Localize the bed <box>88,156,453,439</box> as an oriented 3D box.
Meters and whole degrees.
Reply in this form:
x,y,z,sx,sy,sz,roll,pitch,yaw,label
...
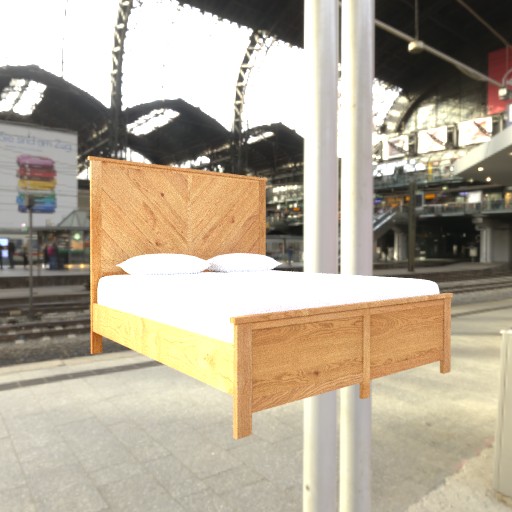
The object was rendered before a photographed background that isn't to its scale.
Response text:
x,y,z,sx,sy,sz,roll,pitch,yaw,label
0.000,0.000,3.514,1.936,1.686,2.201,-1,1,-37,bed
